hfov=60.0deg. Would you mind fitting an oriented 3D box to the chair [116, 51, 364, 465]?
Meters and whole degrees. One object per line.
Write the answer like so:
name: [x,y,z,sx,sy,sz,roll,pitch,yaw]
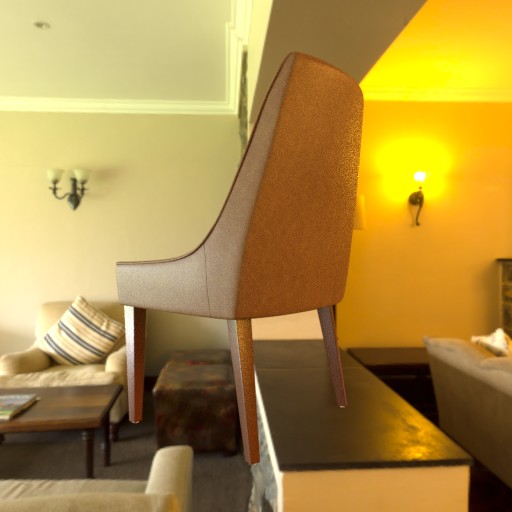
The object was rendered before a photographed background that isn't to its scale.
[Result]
chair: [0.000,0.000,1.189,0.544,0.861,0.529,0,1,37]
